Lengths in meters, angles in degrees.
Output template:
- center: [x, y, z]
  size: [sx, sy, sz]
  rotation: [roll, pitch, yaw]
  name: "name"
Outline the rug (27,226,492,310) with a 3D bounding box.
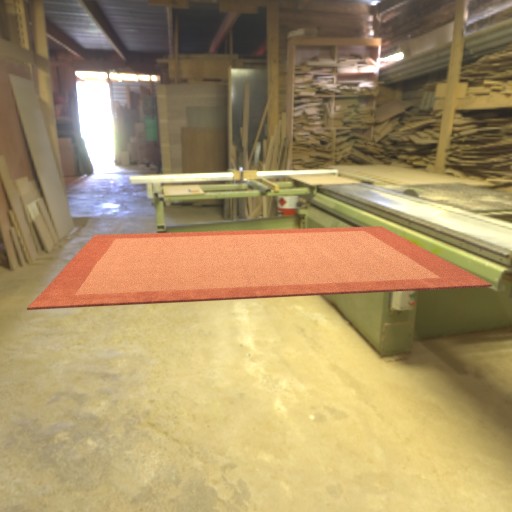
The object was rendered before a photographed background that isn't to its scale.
- center: [0.000, 0.000, 3.019]
  size: [2.438, 0.014, 1.524]
  rotation: [-2, 16, -7]
  name: "rug"
